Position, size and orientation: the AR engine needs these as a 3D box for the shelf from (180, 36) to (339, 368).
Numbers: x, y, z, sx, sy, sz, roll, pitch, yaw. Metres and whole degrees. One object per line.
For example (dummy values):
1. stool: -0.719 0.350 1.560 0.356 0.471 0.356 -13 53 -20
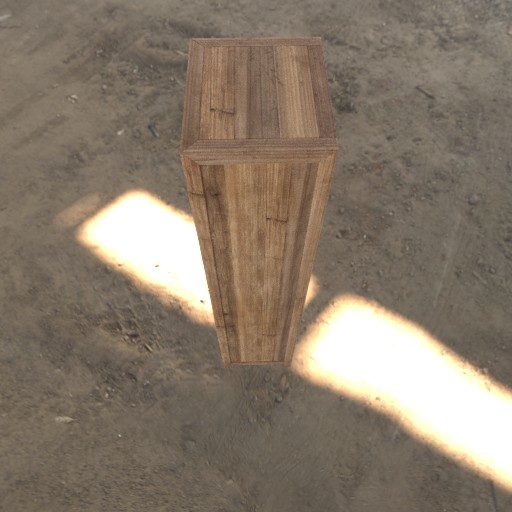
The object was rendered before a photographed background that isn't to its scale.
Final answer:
1. shelf: 0.000 0.000 2.110 0.428 1.900 0.500 -1 59 -1
